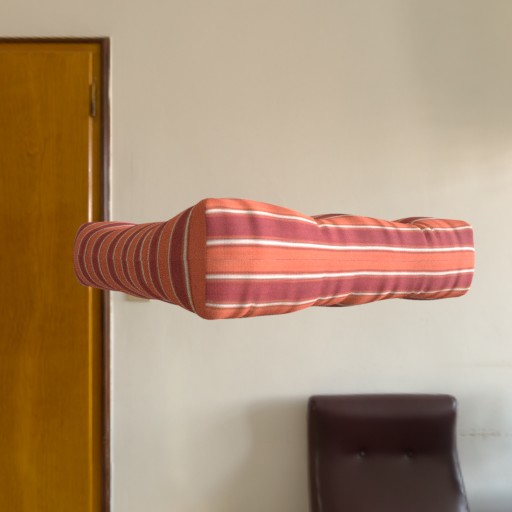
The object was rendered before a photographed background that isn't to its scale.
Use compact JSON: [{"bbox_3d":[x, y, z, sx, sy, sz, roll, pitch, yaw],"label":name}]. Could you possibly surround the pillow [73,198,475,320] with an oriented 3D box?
[{"bbox_3d":[0.000,0.000,0.709,0.468,0.133,0.490,0,0,-35],"label":"pillow"}]
